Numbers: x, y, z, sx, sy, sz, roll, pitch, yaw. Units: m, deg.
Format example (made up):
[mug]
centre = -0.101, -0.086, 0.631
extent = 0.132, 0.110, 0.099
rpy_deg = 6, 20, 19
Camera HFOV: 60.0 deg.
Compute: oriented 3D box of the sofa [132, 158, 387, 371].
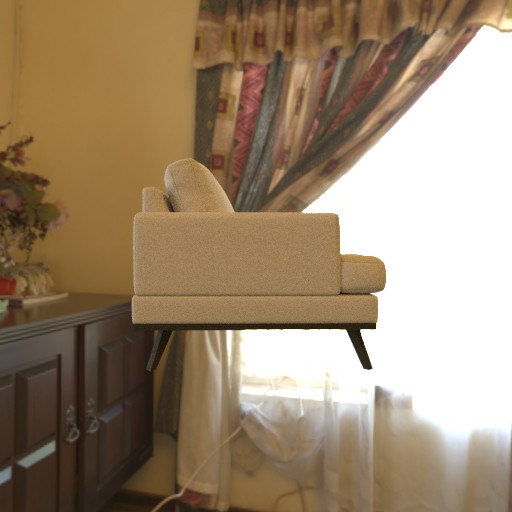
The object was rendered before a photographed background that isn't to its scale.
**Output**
[sofa]
centre = 0.000, 0.000, 2.723
extent = 0.920, 0.810, 2.310
rpy_deg = 0, 1, -1
